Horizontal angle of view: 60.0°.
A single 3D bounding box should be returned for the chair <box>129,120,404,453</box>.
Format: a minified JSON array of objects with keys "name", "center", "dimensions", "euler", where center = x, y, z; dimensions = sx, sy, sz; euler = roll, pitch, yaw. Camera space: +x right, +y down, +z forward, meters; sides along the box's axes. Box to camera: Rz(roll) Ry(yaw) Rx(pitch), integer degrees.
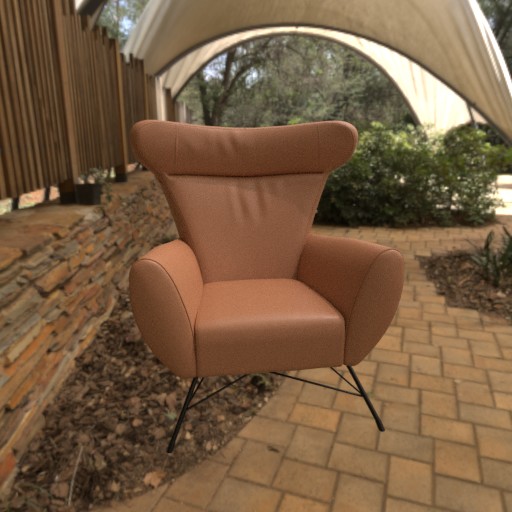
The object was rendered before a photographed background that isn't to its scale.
[{"name":"chair","center":[0.000,0.000,1.770],"dimensions":[0.980,1.050,0.900],"euler":[-2,16,-8]}]
